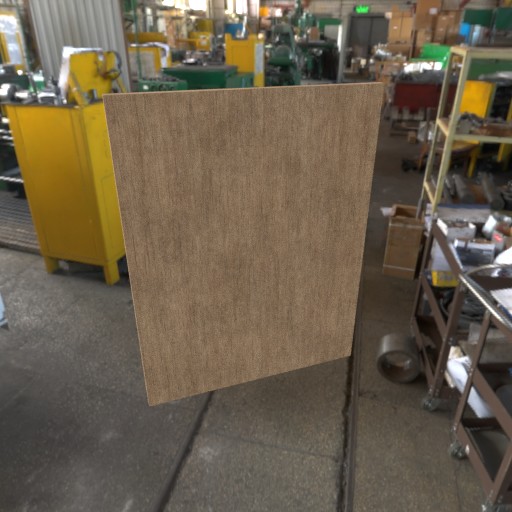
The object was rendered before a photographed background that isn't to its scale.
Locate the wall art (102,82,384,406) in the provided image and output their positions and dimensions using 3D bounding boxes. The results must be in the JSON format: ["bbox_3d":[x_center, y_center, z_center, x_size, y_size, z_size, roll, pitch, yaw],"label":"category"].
[{"bbox_3d":[0.000,0.000,0.962,0.534,0.686,0.018,-9,29,-17],"label":"wall art"}]
